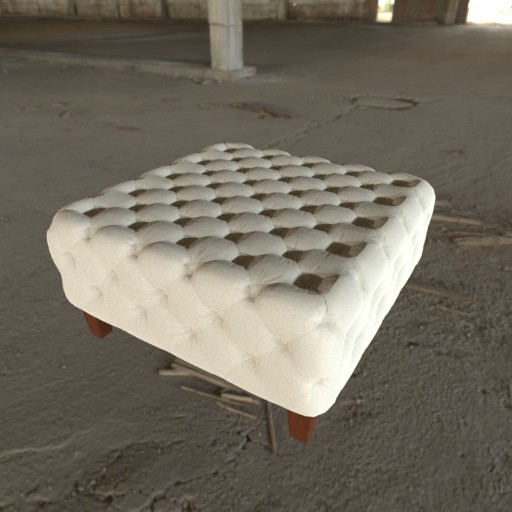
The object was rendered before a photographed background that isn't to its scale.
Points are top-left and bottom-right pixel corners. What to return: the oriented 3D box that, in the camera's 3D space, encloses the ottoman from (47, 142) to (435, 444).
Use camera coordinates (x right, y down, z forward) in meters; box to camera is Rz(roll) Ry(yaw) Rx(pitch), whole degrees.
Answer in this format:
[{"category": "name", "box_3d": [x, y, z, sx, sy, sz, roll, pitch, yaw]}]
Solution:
[{"category": "ottoman", "box_3d": [0.000, 0.000, 1.211, 0.755, 0.376, 0.753, 18, 35, 27]}]
